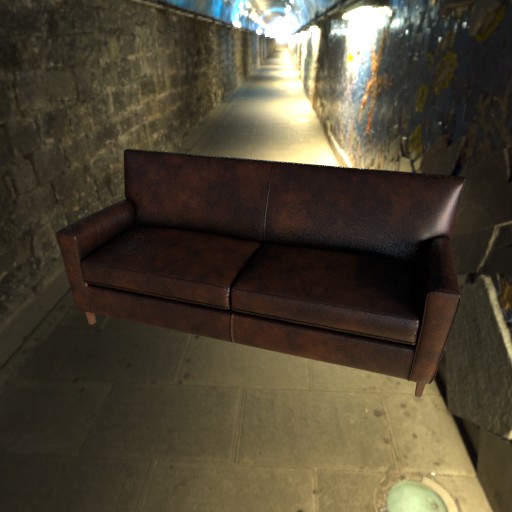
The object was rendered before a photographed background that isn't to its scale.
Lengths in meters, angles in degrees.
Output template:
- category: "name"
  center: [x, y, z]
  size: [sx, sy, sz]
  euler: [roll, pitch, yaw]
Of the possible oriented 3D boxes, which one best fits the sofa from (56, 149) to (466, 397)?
- category: "sofa"
  center: [0.000, 0.000, 2.413]
  size: [1.995, 0.871, 0.786]
  euler: [9, 28, 17]
